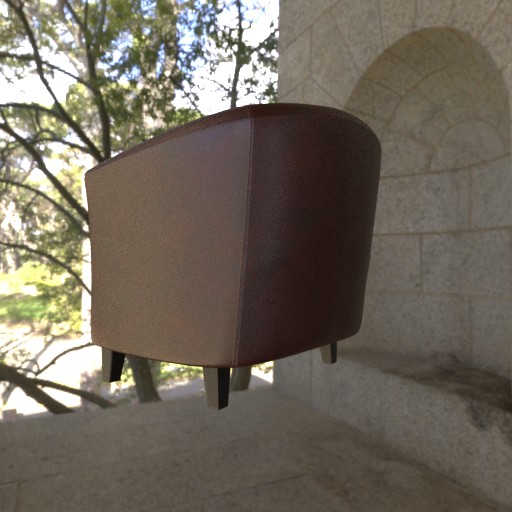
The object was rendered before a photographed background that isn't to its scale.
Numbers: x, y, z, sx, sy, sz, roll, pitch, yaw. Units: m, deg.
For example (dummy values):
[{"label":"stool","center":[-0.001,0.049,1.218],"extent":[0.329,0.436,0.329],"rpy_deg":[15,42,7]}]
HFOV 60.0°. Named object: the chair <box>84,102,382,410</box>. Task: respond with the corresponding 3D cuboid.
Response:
[{"label":"chair","center":[0.000,0.000,1.408],"extent":[0.727,0.756,0.792],"rpy_deg":[-1,-1,36]}]
